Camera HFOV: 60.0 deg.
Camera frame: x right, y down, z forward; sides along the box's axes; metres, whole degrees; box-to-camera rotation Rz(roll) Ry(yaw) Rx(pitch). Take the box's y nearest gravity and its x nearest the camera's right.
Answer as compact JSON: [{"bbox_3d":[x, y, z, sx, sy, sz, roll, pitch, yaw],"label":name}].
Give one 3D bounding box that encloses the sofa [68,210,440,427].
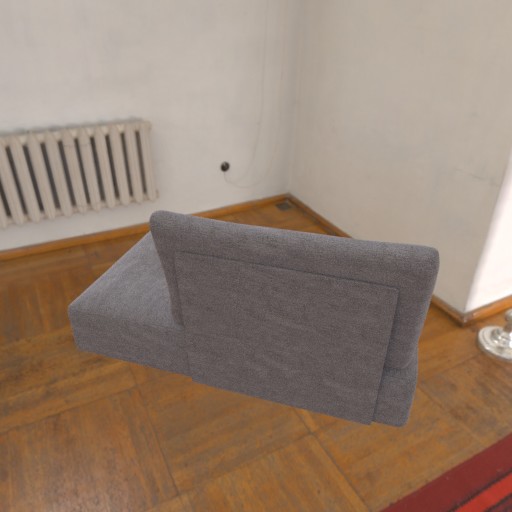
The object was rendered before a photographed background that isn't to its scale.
[{"bbox_3d":[0.000,0.000,1.994,1.450,0.820,1.002,9,33,15],"label":"sofa"}]
